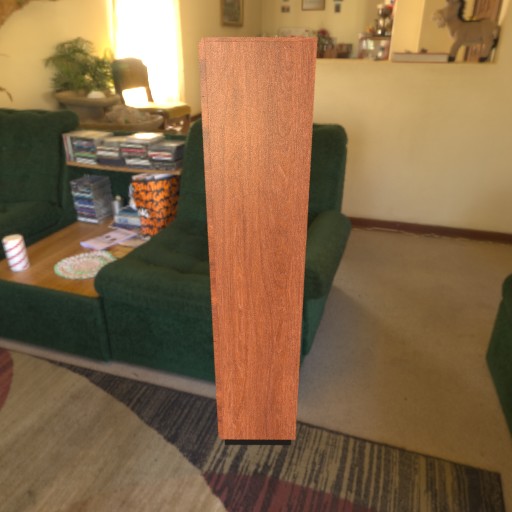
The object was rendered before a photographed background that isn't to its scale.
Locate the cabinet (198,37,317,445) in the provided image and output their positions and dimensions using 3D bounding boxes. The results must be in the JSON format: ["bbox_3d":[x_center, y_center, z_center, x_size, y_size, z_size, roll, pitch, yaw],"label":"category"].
[{"bbox_3d":[0.000,0.000,2.236,0.420,1.980,0.660,0,26,0],"label":"cabinet"}]
